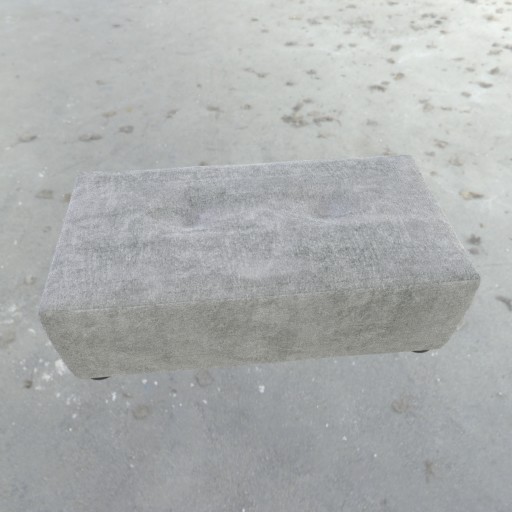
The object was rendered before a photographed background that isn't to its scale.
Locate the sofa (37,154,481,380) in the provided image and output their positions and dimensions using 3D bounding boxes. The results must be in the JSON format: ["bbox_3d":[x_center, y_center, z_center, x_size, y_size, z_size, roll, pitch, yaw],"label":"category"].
[{"bbox_3d":[0.000,0.000,1.139,0.930,0.330,0.480,-4,47,-4],"label":"sofa"}]
